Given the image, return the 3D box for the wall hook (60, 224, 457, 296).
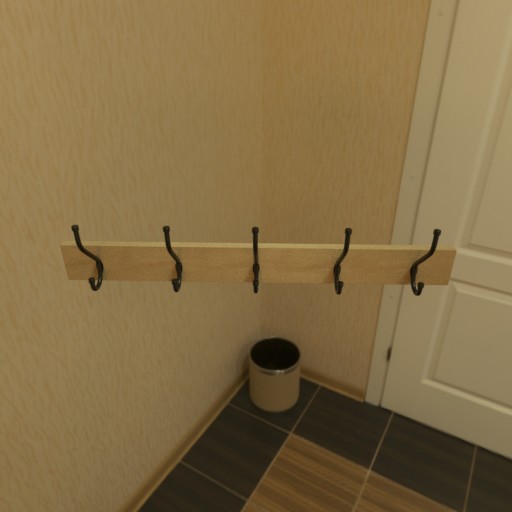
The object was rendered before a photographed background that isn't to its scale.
[{"bbox_3d":[0.000,0.000,0.620,0.571,0.117,0.071,1,29,1],"label":"wall hook"}]
